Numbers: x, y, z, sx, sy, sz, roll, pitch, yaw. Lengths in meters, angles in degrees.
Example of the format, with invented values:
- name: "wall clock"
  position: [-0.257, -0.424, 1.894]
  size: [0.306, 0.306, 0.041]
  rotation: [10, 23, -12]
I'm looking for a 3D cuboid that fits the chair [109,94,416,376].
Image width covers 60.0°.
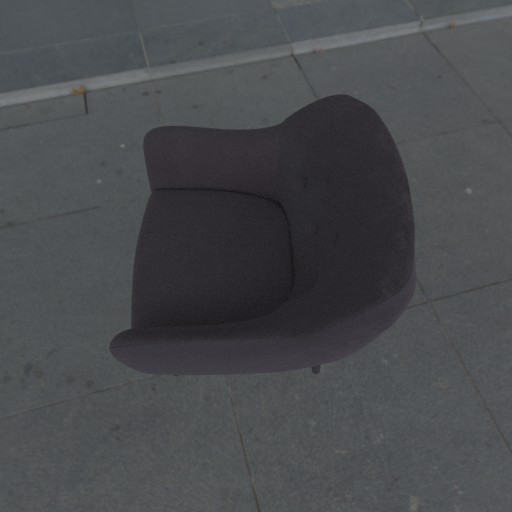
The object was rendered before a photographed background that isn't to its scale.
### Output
- name: "chair"
  position: [0.000, 0.000, 1.509]
  size: [0.819, 0.807, 0.840]
  rotation: [-1, 58, 0]
